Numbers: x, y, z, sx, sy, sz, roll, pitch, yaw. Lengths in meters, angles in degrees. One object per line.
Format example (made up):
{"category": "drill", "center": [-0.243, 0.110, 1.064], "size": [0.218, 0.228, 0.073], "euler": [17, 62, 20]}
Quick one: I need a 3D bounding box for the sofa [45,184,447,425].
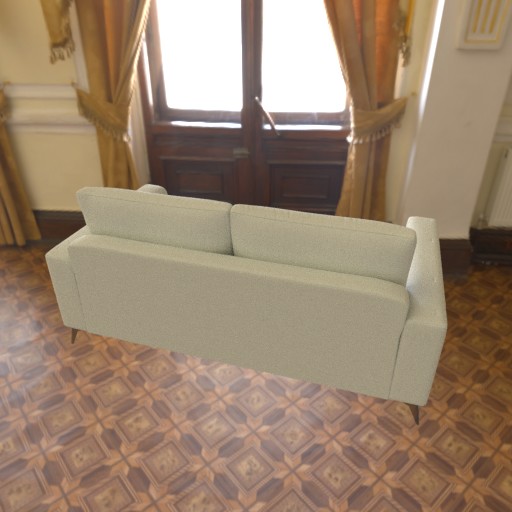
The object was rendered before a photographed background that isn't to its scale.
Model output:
{"category": "sofa", "center": [0.000, 0.000, 2.135], "size": [1.650, 0.790, 0.920], "euler": [9, 31, 15]}
